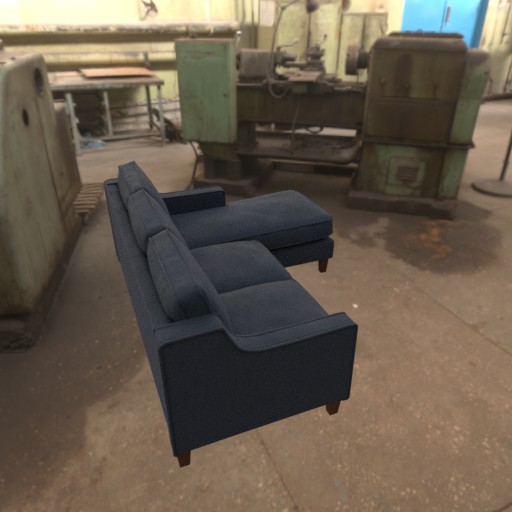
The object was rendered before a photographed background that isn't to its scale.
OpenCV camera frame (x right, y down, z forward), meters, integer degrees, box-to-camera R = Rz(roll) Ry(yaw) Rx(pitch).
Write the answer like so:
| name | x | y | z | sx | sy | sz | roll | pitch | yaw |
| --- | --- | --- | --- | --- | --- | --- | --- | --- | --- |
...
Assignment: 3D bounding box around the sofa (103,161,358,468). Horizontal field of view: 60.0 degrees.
| name | x | y | z | sx | sy | sz | roll | pitch | yaw |
| --- | --- | --- | --- | --- | --- | --- | --- | --- | --- |
| sofa | 0.000 | 0.000 | 3.291 | 1.858 | 1.066 | 2.317 | -11 | 31 | -20 |
